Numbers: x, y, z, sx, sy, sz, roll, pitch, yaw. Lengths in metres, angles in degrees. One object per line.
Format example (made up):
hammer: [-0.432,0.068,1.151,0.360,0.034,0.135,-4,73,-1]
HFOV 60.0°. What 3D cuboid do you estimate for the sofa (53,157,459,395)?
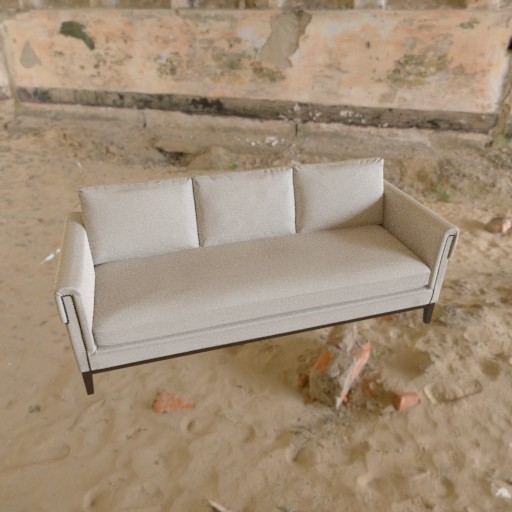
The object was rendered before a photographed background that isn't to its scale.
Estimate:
sofa: [0.000,0.000,2.734,2.198,0.911,0.902,-9,32,-14]
